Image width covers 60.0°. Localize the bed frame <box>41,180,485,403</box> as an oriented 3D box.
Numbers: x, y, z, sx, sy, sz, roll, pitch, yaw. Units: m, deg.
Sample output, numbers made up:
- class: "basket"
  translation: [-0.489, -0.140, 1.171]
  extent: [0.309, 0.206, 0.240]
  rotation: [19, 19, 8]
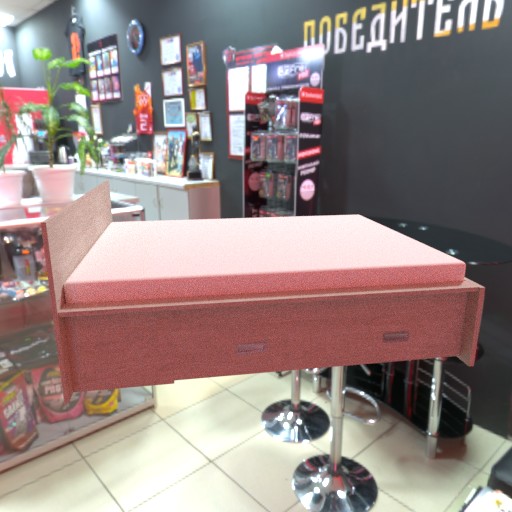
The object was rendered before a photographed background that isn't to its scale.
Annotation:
- class: "bed frame"
  translation: [0.000, 0.000, 2.747]
  extent: [1.960, 0.800, 1.622]
  rotation: [-3, 16, -9]
